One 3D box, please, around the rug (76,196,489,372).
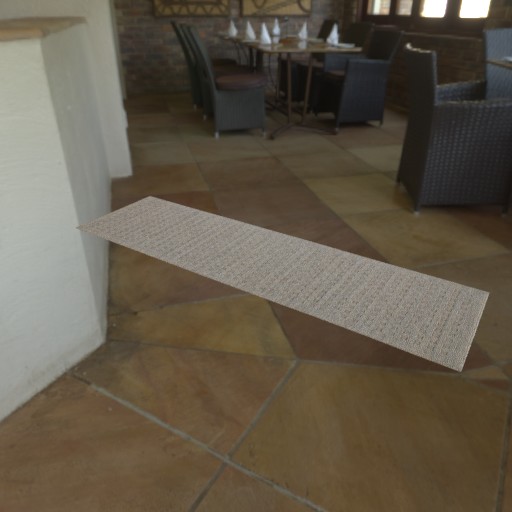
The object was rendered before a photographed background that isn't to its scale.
[{"bbox_3d":[0.000,0.000,2.625,2.437,0.005,0.688,18,34,29],"label":"rug"}]
